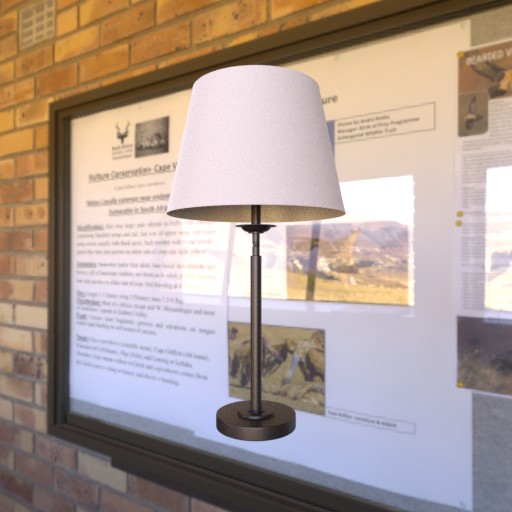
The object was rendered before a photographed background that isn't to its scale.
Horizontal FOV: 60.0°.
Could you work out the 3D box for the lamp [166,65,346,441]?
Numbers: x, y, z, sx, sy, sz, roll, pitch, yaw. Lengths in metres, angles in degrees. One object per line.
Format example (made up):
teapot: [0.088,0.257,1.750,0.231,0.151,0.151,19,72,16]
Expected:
lamp: [0.000,0.000,0.914,0.363,0.696,0.363,0,0,0]
